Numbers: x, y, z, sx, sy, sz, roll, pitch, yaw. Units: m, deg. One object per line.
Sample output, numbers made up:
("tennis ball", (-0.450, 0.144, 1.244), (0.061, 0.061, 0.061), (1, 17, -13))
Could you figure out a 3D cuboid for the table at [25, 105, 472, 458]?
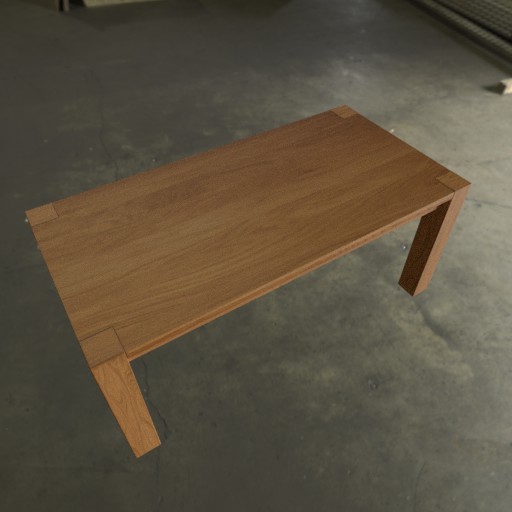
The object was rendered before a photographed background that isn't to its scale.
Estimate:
("table", (0.000, 0.000, 2.256), (1.800, 0.760, 0.900), (-24, 51, -22))
